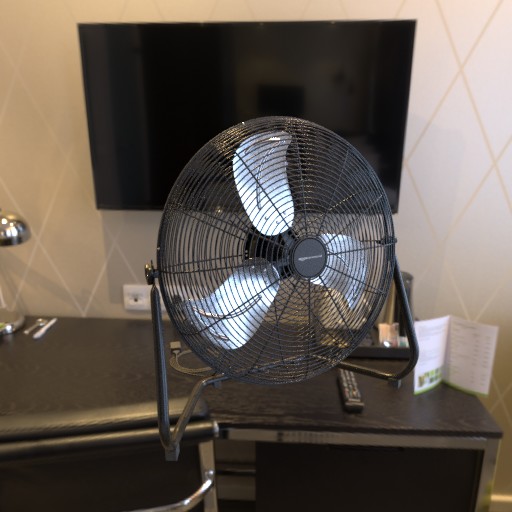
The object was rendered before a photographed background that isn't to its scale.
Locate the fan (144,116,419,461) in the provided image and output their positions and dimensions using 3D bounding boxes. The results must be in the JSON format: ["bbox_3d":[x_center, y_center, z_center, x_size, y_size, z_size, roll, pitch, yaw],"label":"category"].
[{"bbox_3d":[0.000,0.000,1.018,0.595,0.605,0.470,-7,17,-26],"label":"fan"}]
